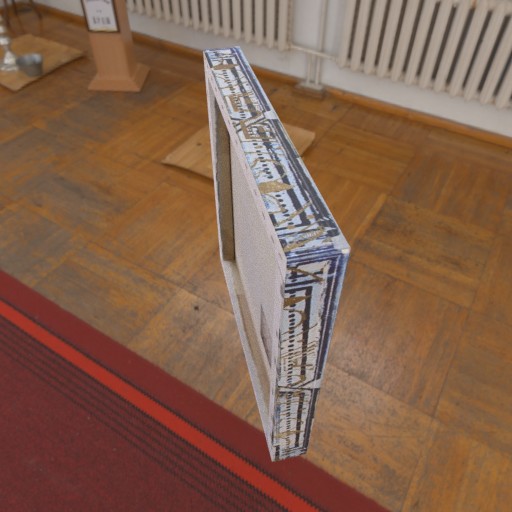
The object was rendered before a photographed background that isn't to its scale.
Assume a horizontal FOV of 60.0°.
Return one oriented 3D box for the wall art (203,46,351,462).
[{"bbox_3d":[0.000,0.000,0.458,0.038,0.306,0.302,-10,47,-9],"label":"wall art"}]
